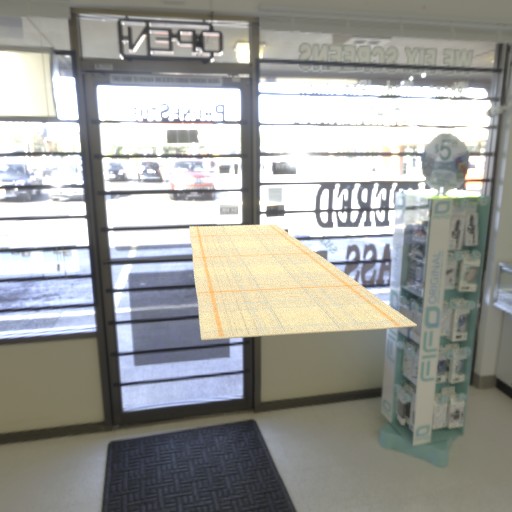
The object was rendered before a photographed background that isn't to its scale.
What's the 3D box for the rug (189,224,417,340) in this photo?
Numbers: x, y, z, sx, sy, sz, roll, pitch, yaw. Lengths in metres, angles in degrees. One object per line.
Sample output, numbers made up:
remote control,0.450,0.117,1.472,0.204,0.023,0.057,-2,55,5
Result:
rug,0.000,0.000,2.699,0.770,0.016,2.442,-2,13,-9
